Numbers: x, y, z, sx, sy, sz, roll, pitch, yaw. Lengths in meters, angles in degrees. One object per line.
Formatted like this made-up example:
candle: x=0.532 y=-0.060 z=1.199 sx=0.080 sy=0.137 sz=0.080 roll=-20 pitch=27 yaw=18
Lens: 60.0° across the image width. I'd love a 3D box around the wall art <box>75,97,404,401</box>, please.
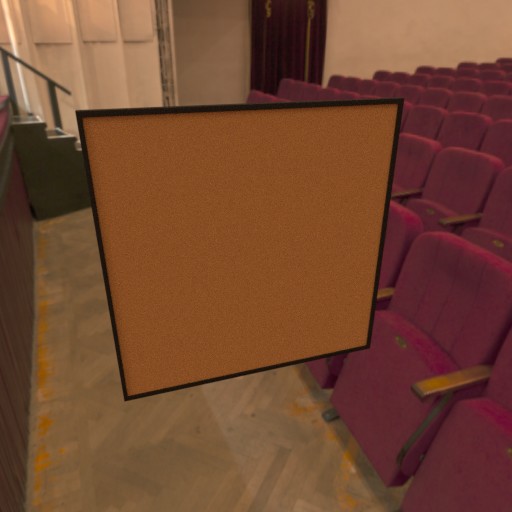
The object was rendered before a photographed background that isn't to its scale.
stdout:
wall art: x=0.000 y=0.000 z=0.698 sx=0.458 sy=0.457 sz=0.013 roll=-8 pitch=27 yaw=-16
